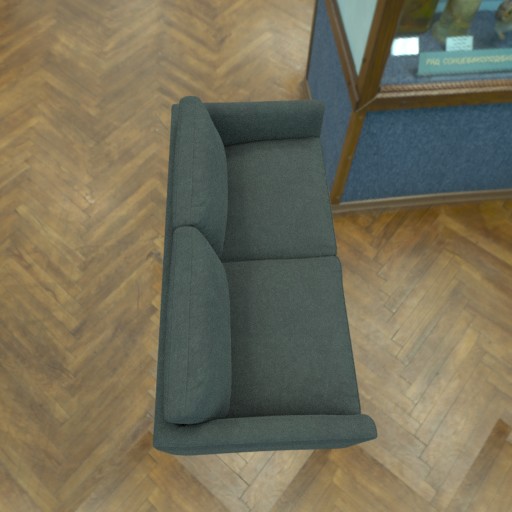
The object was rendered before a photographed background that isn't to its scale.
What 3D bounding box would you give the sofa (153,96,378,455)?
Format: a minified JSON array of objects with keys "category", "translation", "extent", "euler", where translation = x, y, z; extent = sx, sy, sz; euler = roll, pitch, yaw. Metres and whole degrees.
[{"category":"sofa","translation":[0.000,0.000,2.808],"extent":[1.092,0.838,2.257],"euler":[-2,63,-1]}]
